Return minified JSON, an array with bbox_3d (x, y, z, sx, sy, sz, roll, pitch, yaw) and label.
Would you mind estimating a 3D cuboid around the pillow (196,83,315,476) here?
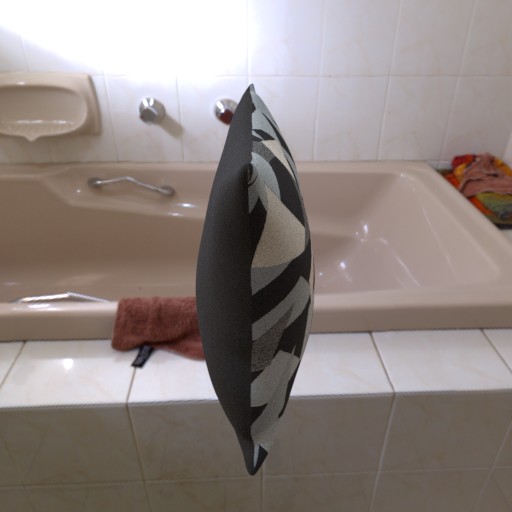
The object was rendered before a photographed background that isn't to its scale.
[{"bbox_3d":[0.000,0.000,0.770,0.208,0.496,0.503,0,31,0],"label":"pillow"}]
